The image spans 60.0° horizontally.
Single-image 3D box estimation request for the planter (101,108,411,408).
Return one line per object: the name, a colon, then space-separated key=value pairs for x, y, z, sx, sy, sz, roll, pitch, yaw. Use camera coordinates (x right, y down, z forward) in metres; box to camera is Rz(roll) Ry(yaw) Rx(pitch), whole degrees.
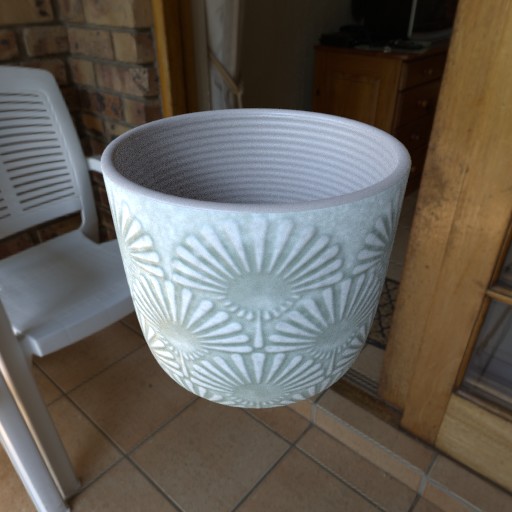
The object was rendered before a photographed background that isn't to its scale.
planter: x=0.000 y=0.000 z=0.212 sx=0.124 sy=0.109 sz=0.124 roll=0 pitch=32 yaw=0
